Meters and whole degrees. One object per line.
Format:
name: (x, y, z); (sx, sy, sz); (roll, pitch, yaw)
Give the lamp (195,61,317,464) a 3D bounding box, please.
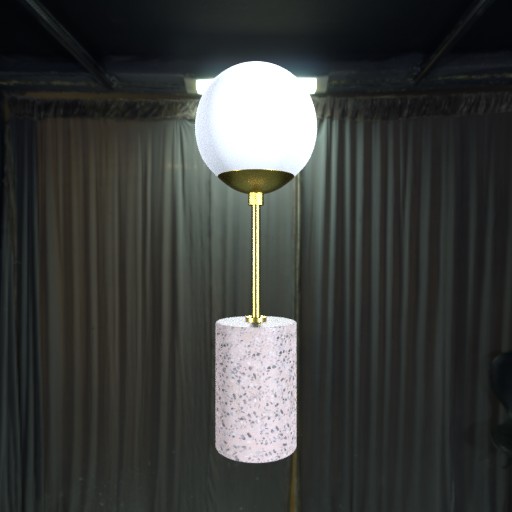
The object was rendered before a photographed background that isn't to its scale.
lamp: (0.000, 0.000, 0.562); (0.153, 0.480, 0.153); (0, 0, 0)
